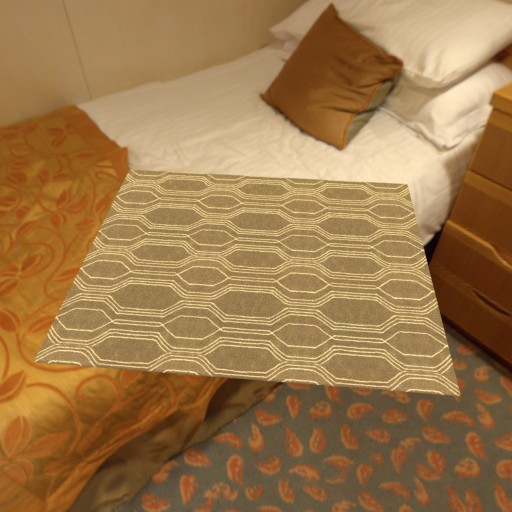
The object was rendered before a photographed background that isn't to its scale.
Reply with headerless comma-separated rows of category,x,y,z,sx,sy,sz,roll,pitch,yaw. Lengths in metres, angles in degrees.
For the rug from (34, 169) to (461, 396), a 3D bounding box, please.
rug,0.000,0.000,4.018,3.062,0.012,2.457,4,46,4
